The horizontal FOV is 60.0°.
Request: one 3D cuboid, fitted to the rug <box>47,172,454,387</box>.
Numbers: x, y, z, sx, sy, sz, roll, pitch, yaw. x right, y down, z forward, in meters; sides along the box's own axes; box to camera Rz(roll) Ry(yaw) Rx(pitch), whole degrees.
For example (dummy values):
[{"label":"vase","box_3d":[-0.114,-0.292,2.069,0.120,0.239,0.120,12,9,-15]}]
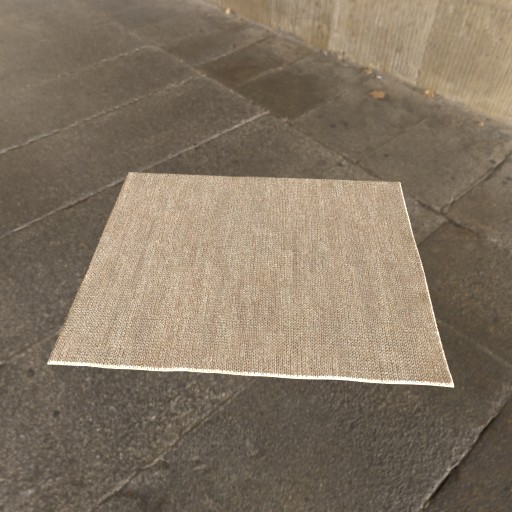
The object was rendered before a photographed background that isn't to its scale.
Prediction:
[{"label":"rug","box_3d":[0.000,0.000,4.125,3.052,0.030,2.429,3,47,2]}]
